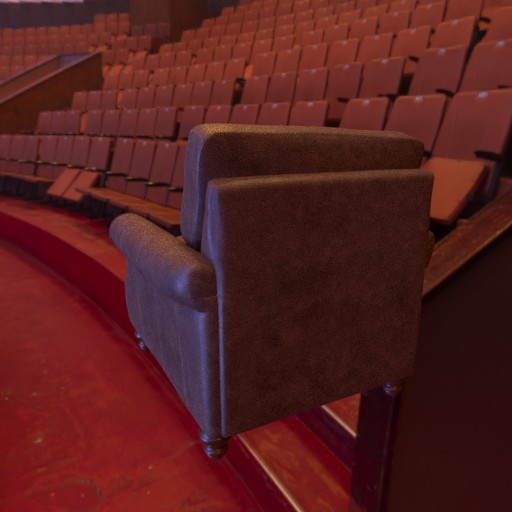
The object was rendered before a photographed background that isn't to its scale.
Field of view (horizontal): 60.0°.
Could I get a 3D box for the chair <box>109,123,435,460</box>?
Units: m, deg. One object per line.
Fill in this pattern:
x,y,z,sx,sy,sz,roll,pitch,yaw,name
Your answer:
0.000,0.000,1.740,0.996,0.976,1.002,-8,17,-27,chair
